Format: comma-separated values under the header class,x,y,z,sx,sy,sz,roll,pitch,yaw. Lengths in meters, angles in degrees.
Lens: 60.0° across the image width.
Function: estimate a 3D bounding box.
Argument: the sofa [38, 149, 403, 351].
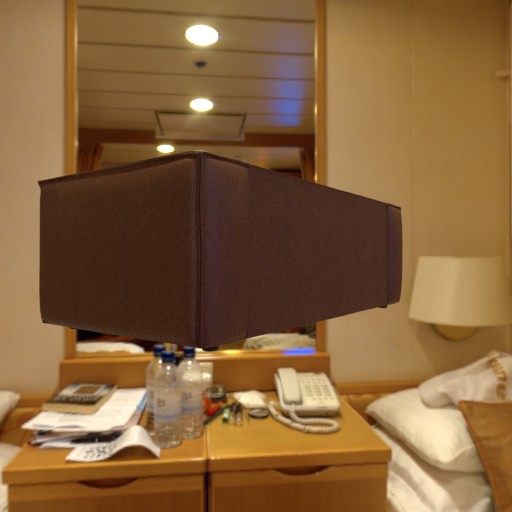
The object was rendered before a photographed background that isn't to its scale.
class,x,y,z,sx,sy,sz,roll,pitch,yaw
sofa,0.000,0.000,2.575,1.102,0.703,2.088,0,-1,36
